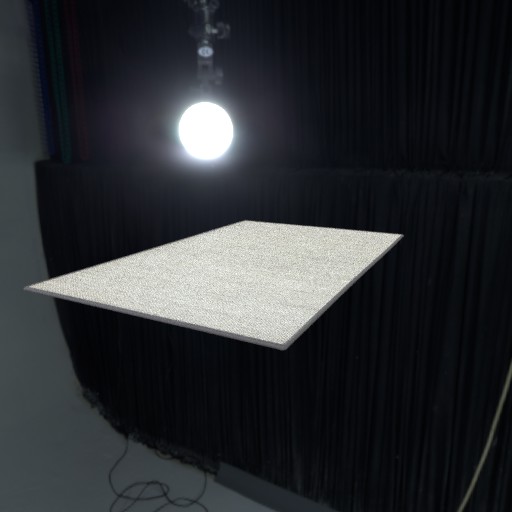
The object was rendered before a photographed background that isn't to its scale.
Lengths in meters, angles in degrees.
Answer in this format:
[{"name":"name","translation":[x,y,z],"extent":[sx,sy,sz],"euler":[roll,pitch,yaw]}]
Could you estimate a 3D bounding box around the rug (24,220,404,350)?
[{"name":"rug","translation":[0.000,0.000,2.110],"extent":[1.067,0.013,1.676],"euler":[7,16,27]}]
